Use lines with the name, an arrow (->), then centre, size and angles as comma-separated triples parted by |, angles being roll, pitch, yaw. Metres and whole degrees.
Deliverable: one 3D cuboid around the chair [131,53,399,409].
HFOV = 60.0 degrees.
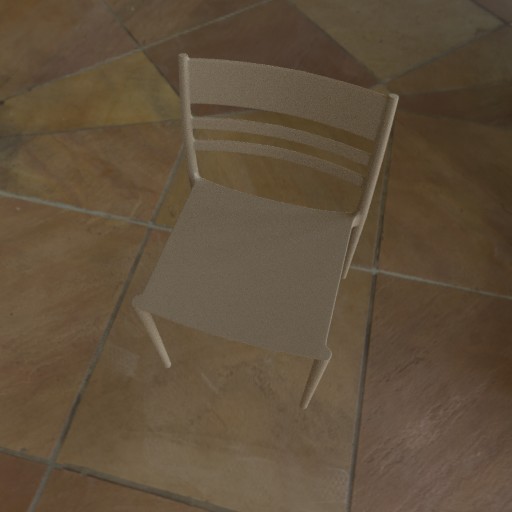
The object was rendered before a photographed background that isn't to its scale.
chair -> 0.000, 0.000, 1.159 | 0.531, 0.800, 0.511 | 14, 61, 8
